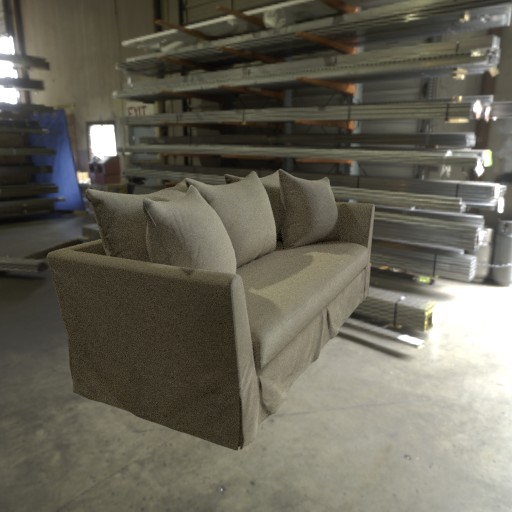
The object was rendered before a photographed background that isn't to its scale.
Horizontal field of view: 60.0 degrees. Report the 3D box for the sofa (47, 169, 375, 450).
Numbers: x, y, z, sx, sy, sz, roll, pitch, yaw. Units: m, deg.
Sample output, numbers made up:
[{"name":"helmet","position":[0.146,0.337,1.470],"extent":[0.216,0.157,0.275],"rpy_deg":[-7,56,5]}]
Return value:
[{"name":"sofa","position":[0.000,0.000,2.824],"extent":[1.031,1.034,2.290],"rpy_deg":[7,16,26]}]
